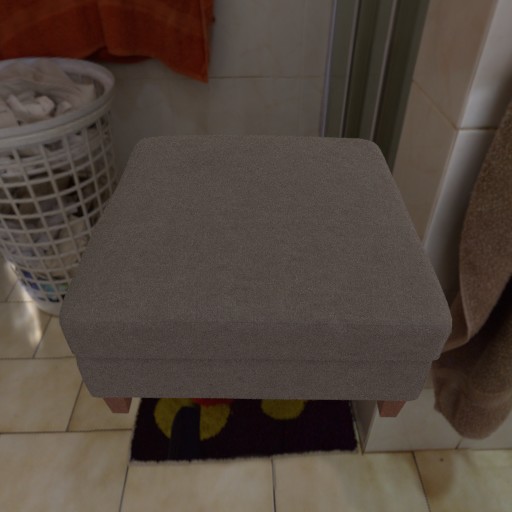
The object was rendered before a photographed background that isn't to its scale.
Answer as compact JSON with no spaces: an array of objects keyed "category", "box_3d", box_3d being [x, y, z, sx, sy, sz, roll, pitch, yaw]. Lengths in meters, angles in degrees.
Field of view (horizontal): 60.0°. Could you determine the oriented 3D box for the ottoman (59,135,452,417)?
[{"category":"ottoman","box_3d":[0.000,0.000,1.371,0.861,0.482,0.881,0,41,1]}]
